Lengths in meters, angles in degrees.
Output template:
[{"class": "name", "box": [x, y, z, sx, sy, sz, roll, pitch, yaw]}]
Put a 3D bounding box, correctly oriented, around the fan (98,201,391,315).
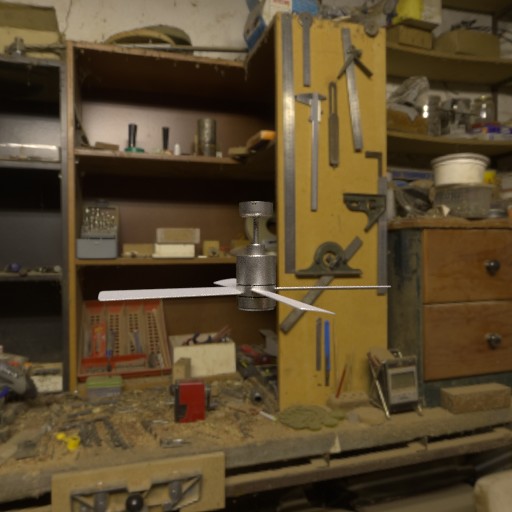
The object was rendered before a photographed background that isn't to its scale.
[{"class": "fan", "box": [0.000, 0.000, 2.277, 1.525, 0.539, 1.525, 0, 1, -16]}]
